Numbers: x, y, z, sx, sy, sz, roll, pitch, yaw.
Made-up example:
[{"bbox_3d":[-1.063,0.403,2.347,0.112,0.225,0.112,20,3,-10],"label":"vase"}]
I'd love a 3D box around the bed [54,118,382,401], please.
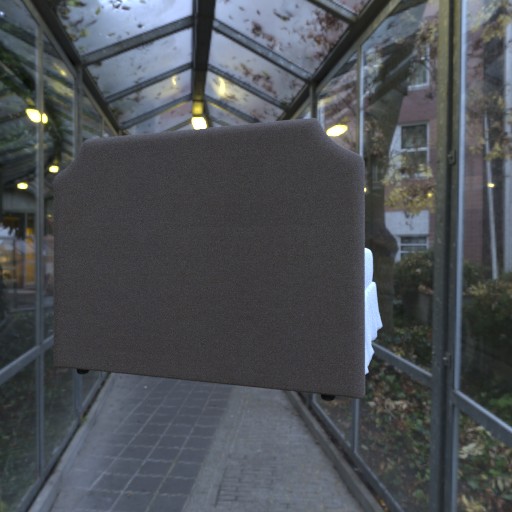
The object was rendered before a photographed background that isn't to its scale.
[{"bbox_3d":[0.000,0.000,3.186,1.693,1.290,2.116,0,1,18],"label":"bed"}]
